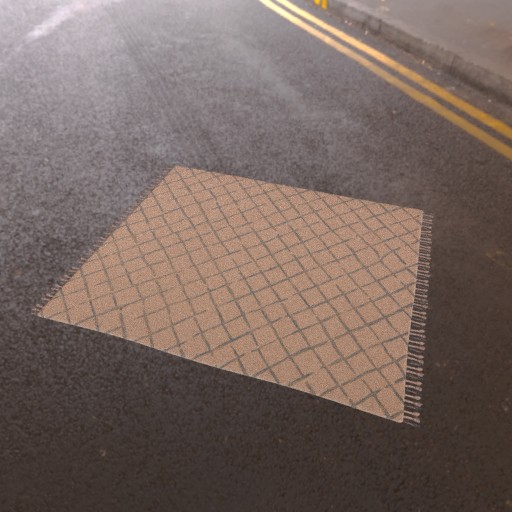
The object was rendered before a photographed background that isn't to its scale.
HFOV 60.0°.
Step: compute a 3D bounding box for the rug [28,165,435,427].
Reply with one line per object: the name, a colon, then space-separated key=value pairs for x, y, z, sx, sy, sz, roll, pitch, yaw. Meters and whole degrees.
rug: x=0.000 y=0.000 z=4.761 sx=3.585 sy=0.036 sz=2.892 roll=13 pitch=43 yaw=14
